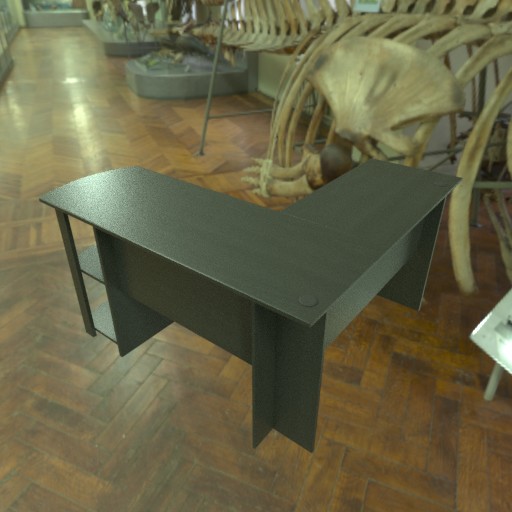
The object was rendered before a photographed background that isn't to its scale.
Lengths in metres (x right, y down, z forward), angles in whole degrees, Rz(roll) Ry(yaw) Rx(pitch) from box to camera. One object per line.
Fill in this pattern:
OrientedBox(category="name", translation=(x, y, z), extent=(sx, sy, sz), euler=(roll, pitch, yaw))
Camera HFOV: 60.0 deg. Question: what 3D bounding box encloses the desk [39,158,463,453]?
OrientedBox(category="desk", translation=(0.000, 0.000, 2.108), extent=(1.361, 0.716, 1.303), euler=(22, 37, 32))
